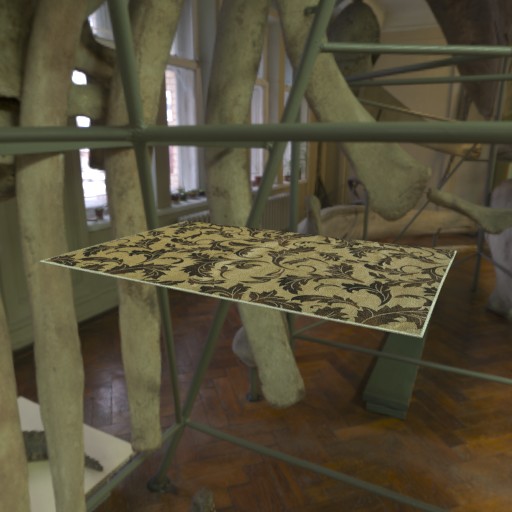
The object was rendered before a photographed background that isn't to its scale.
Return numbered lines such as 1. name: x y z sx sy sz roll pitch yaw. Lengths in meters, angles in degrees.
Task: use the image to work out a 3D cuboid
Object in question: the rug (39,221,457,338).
1. rug: 0.000 0.000 2.892 2.284 0.008 1.522 8 17 27
